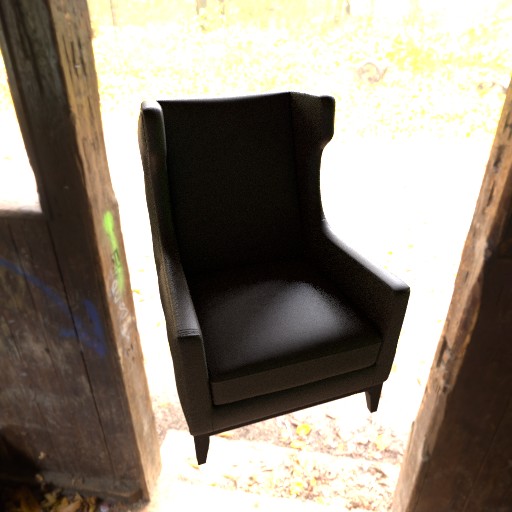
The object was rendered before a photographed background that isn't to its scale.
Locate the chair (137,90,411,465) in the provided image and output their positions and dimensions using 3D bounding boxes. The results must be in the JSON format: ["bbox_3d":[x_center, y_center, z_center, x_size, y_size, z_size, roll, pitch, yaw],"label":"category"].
[{"bbox_3d":[0.000,0.000,1.667,0.769,1.079,0.899,-10,32,-16],"label":"chair"}]
